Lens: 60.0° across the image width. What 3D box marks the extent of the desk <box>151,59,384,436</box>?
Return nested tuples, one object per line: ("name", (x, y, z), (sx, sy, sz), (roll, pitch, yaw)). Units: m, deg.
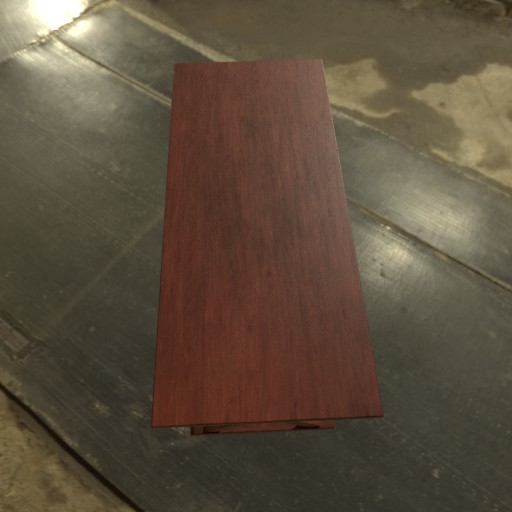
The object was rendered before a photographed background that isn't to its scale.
("desk", (0.000, 0.000, 1.791), (0.600, 0.761, 1.372), (-2, 62, -1))
